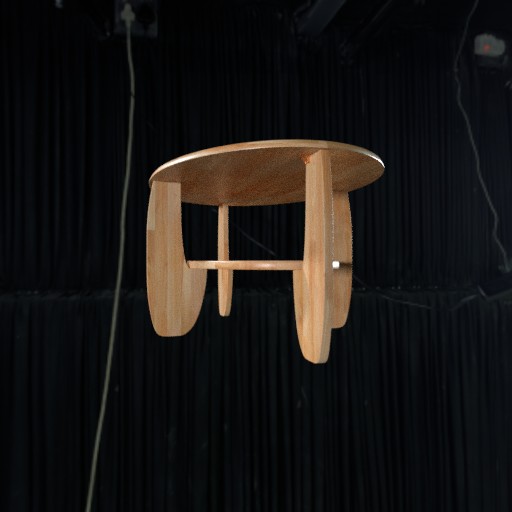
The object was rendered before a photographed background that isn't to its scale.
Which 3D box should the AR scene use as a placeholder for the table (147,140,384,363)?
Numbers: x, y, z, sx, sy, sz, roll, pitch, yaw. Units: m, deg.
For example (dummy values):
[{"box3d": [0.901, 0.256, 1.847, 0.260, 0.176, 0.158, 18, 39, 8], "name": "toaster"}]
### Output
[{"box3d": [0.000, 0.000, 1.441, 0.690, 0.490, 1.040, 0, -1, -17], "name": "table"}]
